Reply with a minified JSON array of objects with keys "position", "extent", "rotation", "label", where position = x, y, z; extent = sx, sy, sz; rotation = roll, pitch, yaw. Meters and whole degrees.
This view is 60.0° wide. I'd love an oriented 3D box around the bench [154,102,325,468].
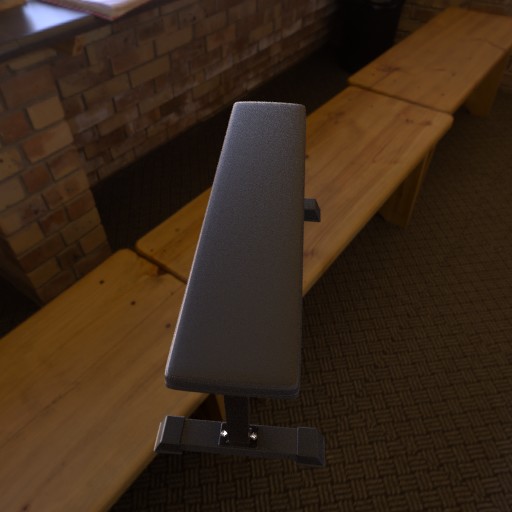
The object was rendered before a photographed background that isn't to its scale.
[{"position":[0.000,0.000,1.317],"extent":[0.439,0.453,1.072],"rotation":[4,46,4],"label":"bench"}]
